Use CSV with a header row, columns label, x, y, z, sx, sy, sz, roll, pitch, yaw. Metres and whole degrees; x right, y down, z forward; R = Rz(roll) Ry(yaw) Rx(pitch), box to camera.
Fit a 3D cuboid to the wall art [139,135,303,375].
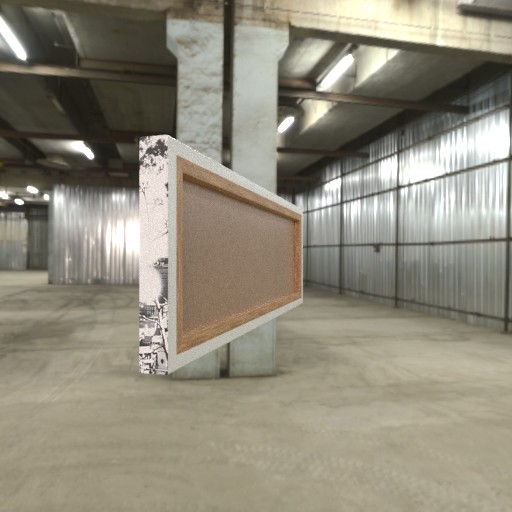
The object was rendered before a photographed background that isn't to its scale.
label,x,y,z,sx,sy,sz,roll,pitch,yaw
wall art,0.000,0.000,0.844,0.036,0.256,0.766,0,0,17
